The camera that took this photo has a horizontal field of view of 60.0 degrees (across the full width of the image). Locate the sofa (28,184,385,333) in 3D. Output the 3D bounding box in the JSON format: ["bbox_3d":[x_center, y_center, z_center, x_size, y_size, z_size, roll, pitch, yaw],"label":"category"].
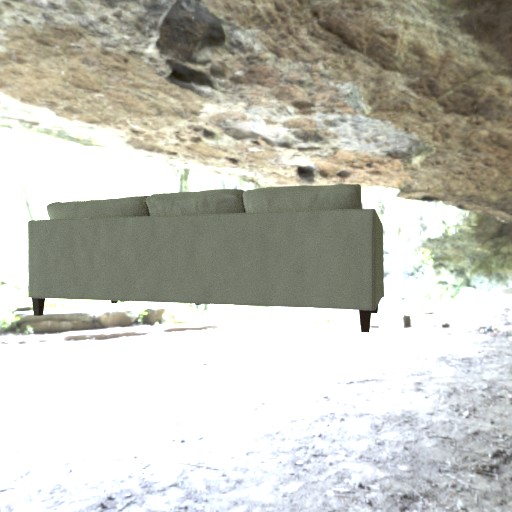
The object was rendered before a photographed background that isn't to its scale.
[{"bbox_3d":[0.000,0.000,4.286,2.432,0.863,3.182,0,0,18],"label":"sofa"}]
